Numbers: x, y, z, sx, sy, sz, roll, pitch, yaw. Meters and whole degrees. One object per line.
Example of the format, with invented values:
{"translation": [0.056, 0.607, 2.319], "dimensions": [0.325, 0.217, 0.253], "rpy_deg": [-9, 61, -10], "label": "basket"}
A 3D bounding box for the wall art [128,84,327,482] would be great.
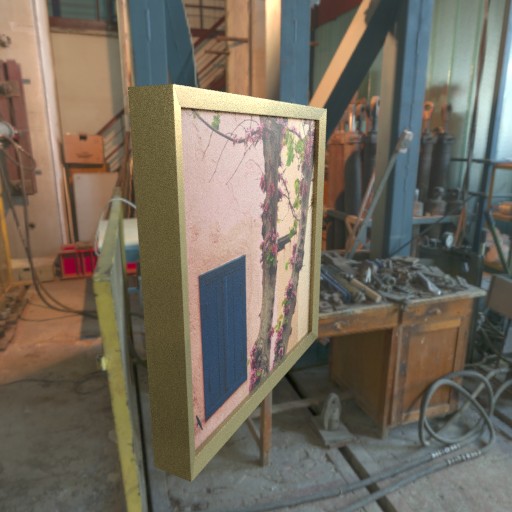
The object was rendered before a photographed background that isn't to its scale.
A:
{"translation": [0.000, 0.000, 0.461], "dimensions": [0.038, 0.305, 0.304], "rpy_deg": [8, 17, 26], "label": "wall art"}
